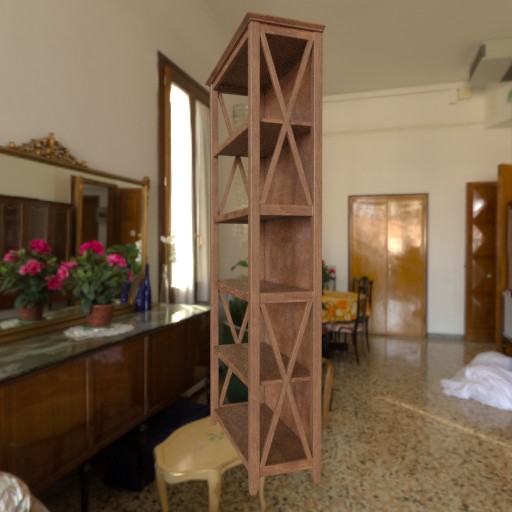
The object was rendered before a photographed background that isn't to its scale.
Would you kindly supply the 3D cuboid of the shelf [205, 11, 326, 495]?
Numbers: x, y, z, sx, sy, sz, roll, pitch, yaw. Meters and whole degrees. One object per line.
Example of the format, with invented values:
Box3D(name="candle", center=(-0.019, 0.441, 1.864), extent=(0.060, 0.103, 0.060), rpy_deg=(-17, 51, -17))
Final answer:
Box3D(name="shelf", center=(0.000, 0.000, 2.160), extent=(0.335, 1.905, 0.805), rpy_deg=(0, 1, -18))
